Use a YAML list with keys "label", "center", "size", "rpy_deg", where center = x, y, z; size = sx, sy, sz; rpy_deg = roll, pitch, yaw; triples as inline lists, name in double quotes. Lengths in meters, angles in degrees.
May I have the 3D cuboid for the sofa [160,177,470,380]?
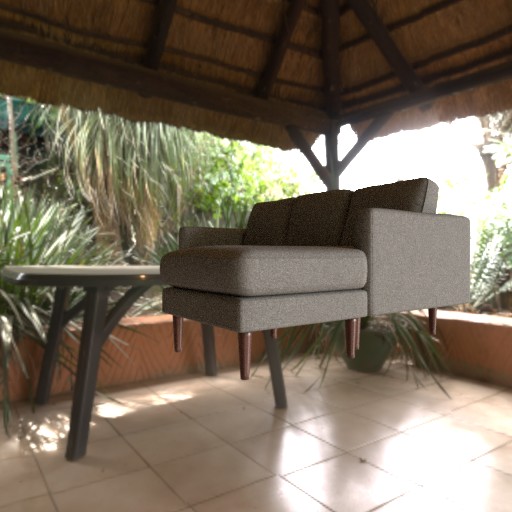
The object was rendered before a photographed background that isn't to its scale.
- label: "sofa"
  center: [0.000, 0.000, 2.954]
  size: [1.667, 0.957, 2.055]
  rpy_deg: [0, 1, -36]
